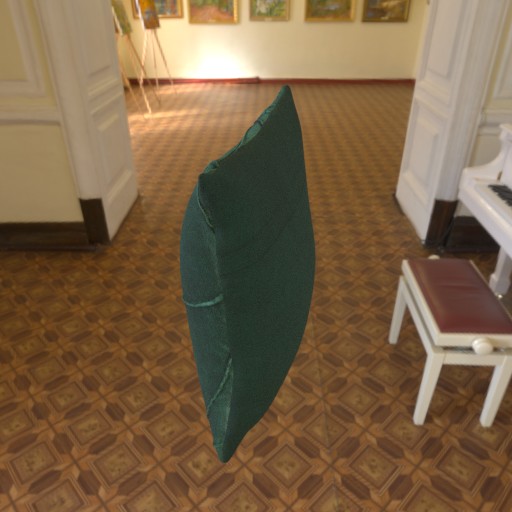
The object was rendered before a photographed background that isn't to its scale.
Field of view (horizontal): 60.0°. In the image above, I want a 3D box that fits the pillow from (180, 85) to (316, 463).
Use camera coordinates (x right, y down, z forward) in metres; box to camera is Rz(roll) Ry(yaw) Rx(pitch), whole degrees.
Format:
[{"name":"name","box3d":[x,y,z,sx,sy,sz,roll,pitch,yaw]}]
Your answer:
[{"name":"pillow","box3d":[0.000,0.000,0.695,0.184,0.440,0.439,7,32,12]}]
